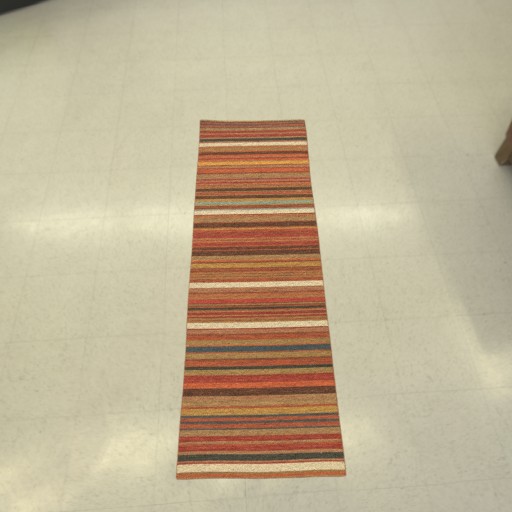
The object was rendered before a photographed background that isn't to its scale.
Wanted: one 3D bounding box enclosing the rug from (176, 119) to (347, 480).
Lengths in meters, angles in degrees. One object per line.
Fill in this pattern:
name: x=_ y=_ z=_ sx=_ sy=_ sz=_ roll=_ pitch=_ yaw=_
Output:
rug: x=0.000 y=0.000 z=2.708 sx=0.799 sy=0.030 sz=2.444 roll=-1 pitch=58 yaw=-1
